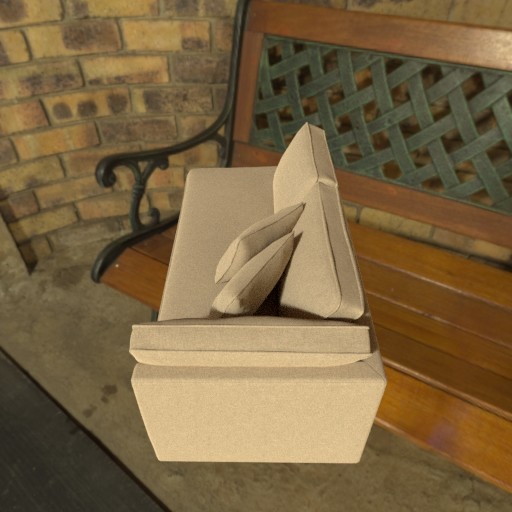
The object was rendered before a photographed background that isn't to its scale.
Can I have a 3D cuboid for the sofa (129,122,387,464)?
[{"bbox_3d":[0.000,0.000,2.831,1.110,1.033,2.237,0,42,0],"label":"sofa"}]
